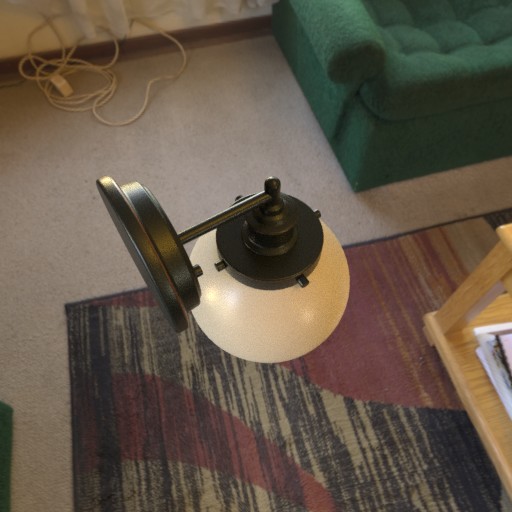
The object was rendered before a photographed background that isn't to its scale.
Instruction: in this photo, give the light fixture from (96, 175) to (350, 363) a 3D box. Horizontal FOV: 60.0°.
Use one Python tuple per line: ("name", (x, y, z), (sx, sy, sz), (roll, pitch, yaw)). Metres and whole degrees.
("light fixture", (0.000, 0.000, 0.475), (0.230, 0.332, 0.197), (-28, 63, -16))
